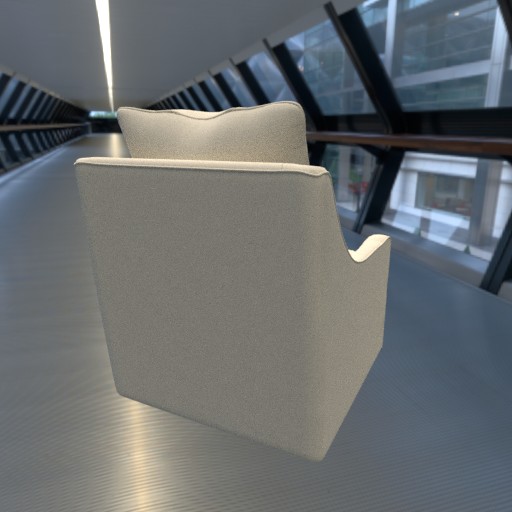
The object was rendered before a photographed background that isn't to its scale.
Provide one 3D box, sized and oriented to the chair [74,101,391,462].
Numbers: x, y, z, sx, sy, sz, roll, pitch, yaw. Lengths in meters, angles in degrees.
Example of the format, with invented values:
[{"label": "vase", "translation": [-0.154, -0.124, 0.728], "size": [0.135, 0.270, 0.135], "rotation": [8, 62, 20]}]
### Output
[{"label": "chair", "translation": [0.000, 0.000, 1.540], "size": [0.756, 0.965, 0.876], "rotation": [8, 17, 26]}]
